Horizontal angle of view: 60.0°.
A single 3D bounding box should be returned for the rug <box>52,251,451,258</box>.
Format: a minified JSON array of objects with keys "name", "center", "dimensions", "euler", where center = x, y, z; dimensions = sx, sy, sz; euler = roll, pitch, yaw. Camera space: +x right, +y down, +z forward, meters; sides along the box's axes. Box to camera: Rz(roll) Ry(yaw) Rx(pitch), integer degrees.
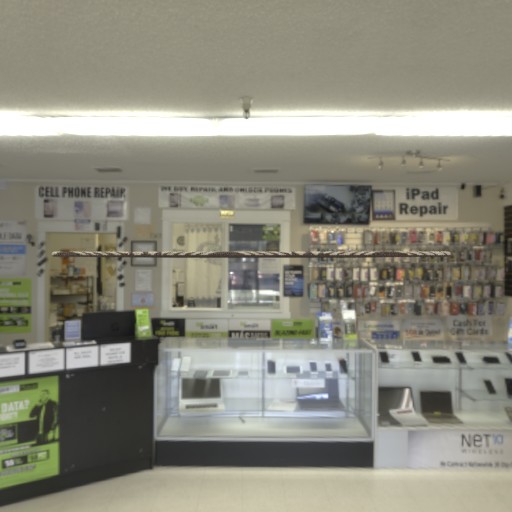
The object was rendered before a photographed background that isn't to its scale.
[{"name":"rug","center":[0.000,0.000,2.244],"dimensions":[1.210,0.016,1.833],"euler":[0,0,1]}]
